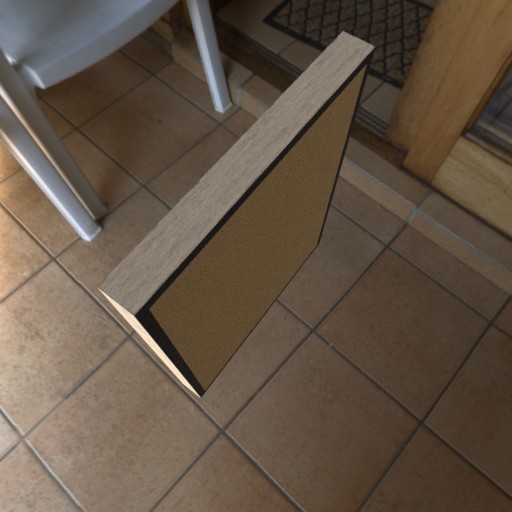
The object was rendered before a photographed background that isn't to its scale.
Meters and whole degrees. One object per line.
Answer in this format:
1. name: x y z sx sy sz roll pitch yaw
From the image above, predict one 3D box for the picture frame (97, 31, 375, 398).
1. picture frame: 0.000 0.000 0.706 0.046 0.526 0.421 34 69 15
